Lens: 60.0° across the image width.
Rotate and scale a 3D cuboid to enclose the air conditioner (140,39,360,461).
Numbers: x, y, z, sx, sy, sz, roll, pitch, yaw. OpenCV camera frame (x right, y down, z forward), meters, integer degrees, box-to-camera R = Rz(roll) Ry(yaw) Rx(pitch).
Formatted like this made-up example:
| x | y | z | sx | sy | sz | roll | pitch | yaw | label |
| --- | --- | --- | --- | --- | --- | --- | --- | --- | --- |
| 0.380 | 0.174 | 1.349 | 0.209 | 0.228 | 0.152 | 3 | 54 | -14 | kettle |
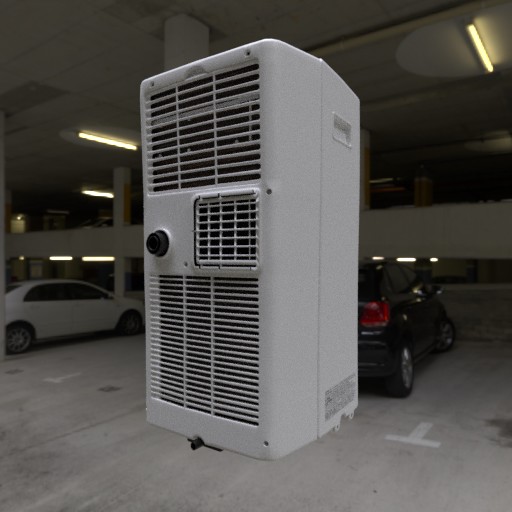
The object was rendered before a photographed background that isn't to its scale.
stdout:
| x | y | z | sx | sy | sz | roll | pitch | yaw | label |
| --- | --- | --- | --- | --- | --- | --- | --- | --- | --- |
| 0.000 | 0.000 | 0.796 | 0.304 | 0.606 | 0.349 | 0 | 0 | 35 | air conditioner |
